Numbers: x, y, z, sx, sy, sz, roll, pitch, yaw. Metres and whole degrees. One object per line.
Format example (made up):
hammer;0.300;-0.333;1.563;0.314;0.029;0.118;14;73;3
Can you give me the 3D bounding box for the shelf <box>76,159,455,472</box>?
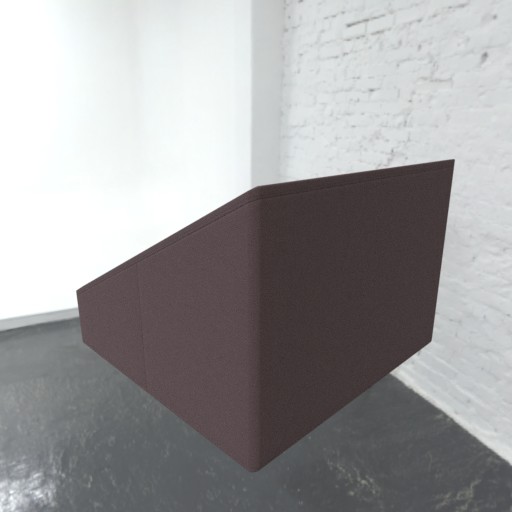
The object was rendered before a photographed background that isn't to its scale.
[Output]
shelf;0.000;0.000;0.487;0.292;0.210;0.292;-16;23;-42
